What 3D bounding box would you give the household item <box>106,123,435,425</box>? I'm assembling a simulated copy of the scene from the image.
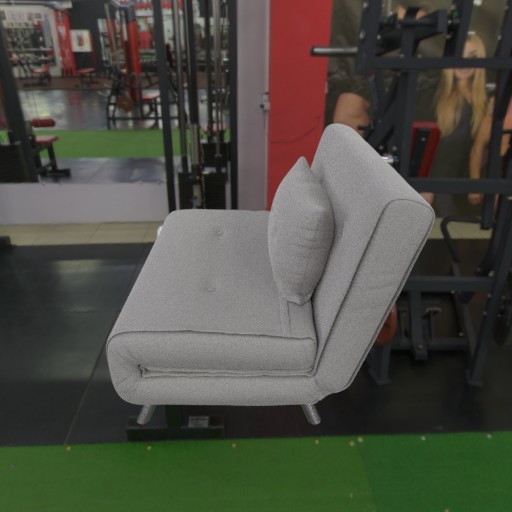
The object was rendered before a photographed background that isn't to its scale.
[{"bbox_3d":[0.000,0.000,1.662,0.874,0.800,1.000,0,27,0],"label":"household item"}]
